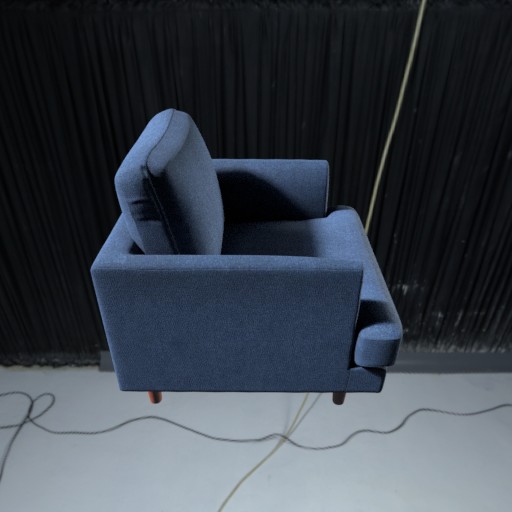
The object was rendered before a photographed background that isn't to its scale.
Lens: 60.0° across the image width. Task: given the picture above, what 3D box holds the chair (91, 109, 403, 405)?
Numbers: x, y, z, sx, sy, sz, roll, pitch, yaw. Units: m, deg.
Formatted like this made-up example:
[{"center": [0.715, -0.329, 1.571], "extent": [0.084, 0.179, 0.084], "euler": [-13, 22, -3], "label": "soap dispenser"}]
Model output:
[{"center": [0.000, 0.000, 1.650], "extent": [0.899, 0.957, 0.858], "euler": [0, 33, 0], "label": "chair"}]
